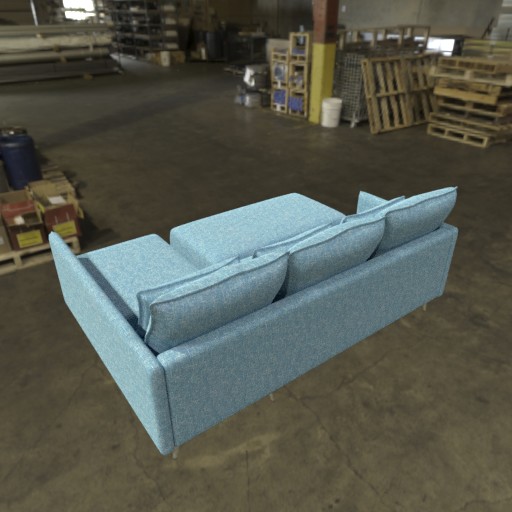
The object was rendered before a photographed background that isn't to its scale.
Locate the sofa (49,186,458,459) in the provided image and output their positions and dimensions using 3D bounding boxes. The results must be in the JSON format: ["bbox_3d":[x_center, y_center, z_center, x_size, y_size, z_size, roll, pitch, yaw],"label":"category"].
[{"bbox_3d":[0.000,0.000,2.739,2.034,0.899,1.420,-20,35,-31],"label":"sofa"}]
